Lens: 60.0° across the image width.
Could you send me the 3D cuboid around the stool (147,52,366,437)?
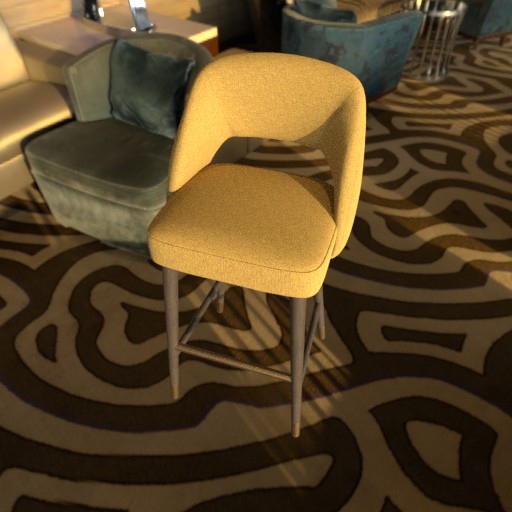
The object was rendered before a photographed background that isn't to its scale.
[{"bbox_3d":[0.000,0.000,1.348,0.536,1.032,0.522,12,43,14],"label":"stool"}]
